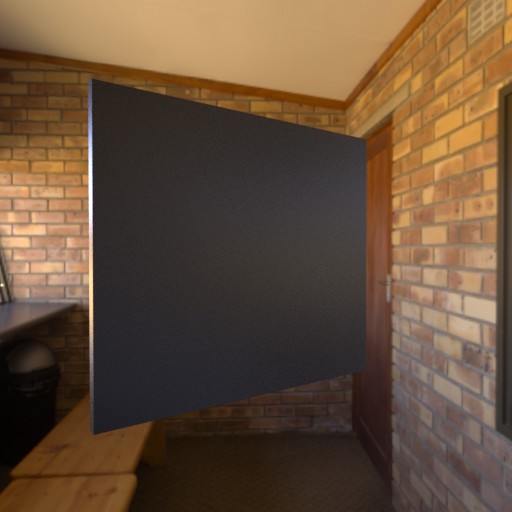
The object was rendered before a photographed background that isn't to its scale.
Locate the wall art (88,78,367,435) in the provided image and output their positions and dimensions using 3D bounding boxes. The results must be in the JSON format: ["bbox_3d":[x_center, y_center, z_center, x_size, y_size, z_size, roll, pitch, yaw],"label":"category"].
[{"bbox_3d":[0.000,0.000,0.528,0.383,0.332,0.012,0,1,-36],"label":"wall art"}]
